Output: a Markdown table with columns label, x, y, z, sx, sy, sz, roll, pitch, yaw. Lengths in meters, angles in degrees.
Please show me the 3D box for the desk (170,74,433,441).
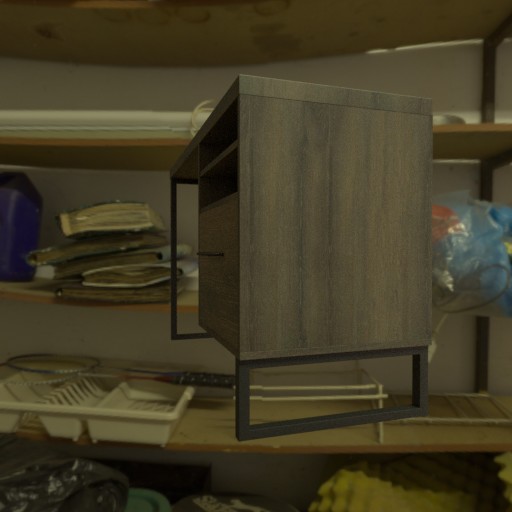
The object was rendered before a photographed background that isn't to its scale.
| label | x | y | z | sx | sy | sz | roll | pitch | yaw |
| --- | --- | --- | --- | --- | --- | --- | --- | --- | --- |
| desk | 0.000 | 0.000 | 1.509 | 0.511 | 0.752 | 1.134 | 0 | 1 | -18 |
